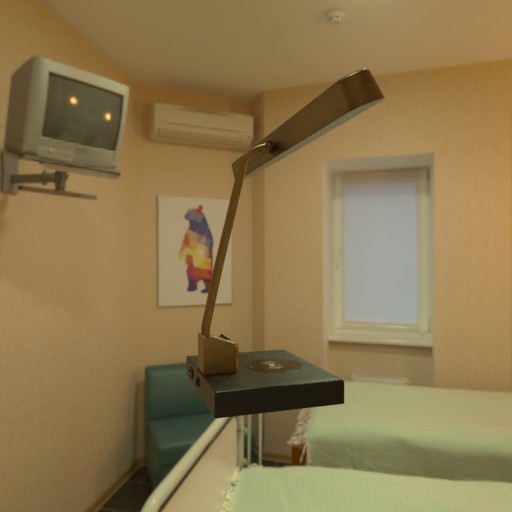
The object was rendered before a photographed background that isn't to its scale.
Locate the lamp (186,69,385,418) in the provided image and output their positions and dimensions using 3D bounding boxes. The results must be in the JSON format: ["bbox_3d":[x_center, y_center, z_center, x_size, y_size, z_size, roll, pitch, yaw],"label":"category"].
[{"bbox_3d":[0.000,0.000,0.579,0.156,0.345,0.412,0,-1,-18],"label":"lamp"}]
